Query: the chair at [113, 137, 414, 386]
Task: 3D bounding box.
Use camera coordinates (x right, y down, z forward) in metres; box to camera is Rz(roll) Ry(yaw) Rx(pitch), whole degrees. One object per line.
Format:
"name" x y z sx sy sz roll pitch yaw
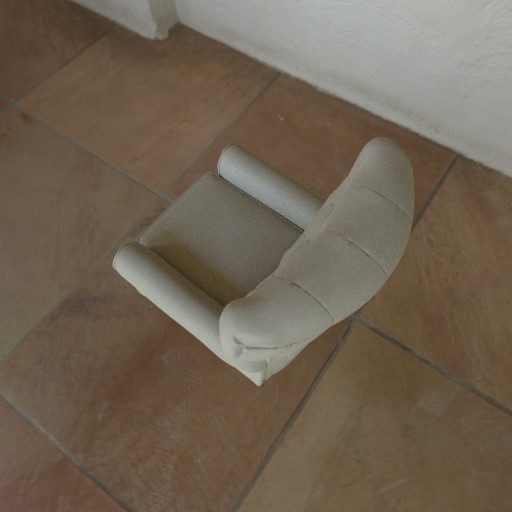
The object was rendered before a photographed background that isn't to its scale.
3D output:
"chair" 0.000 0.000 1.967 1.059 1.158 0.943 35 68 17
